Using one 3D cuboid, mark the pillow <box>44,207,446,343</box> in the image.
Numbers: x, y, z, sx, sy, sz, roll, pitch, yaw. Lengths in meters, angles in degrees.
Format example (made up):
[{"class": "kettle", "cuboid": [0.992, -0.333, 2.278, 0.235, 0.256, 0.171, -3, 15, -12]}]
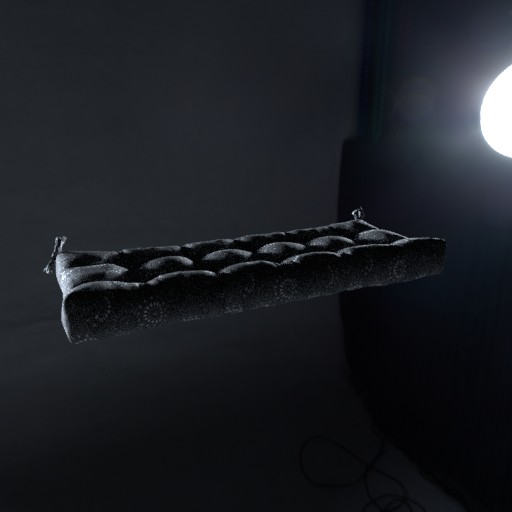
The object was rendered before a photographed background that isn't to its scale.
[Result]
[{"class": "pillow", "cuboid": [0.000, 0.000, 1.375, 1.194, 0.174, 0.511, -8, 18, -25]}]
